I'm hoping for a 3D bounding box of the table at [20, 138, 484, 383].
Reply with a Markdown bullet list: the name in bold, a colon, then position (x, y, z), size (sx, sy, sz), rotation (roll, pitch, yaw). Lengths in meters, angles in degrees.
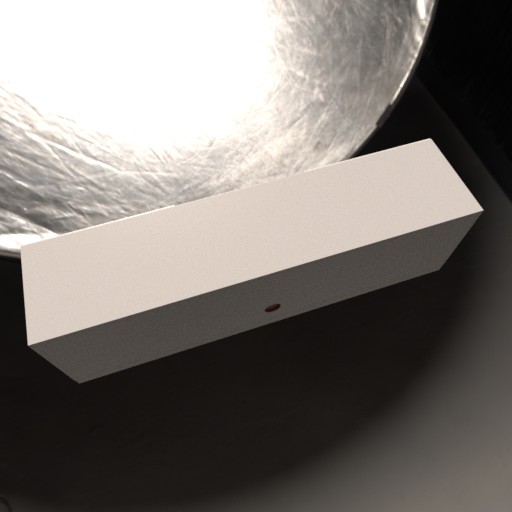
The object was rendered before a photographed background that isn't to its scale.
- **table**: position (0.000, 0.000, 1.715), size (1.550, 0.440, 0.400), rotation (-16, 61, -9)
